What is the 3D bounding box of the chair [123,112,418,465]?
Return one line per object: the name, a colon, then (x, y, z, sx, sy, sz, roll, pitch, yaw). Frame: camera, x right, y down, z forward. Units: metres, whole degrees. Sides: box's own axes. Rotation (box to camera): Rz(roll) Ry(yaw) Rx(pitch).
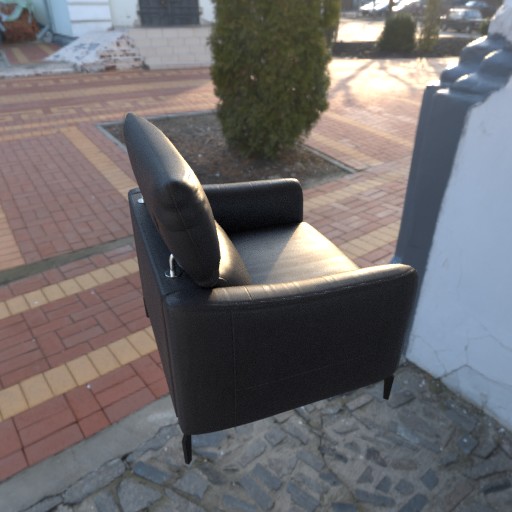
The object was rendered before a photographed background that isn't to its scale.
chair: (0.000, 0.000, 1.660, 0.809, 0.949, 0.976, -11, 31, -18)
